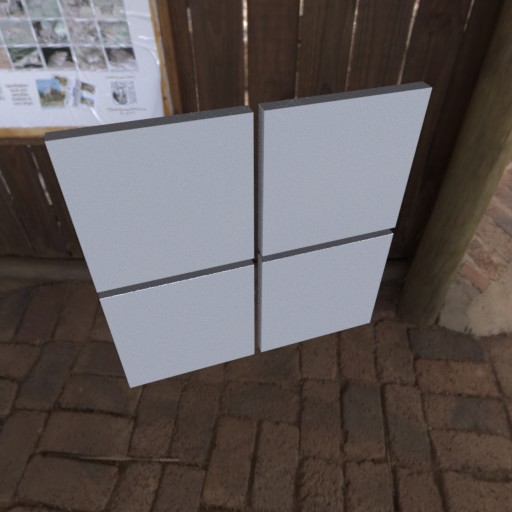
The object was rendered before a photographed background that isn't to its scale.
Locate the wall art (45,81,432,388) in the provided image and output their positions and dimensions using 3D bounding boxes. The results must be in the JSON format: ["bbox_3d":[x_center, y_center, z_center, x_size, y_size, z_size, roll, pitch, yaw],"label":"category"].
[{"bbox_3d":[0.000,0.000,0.884,0.611,0.611,0.029,-12,43,-13],"label":"wall art"}]
